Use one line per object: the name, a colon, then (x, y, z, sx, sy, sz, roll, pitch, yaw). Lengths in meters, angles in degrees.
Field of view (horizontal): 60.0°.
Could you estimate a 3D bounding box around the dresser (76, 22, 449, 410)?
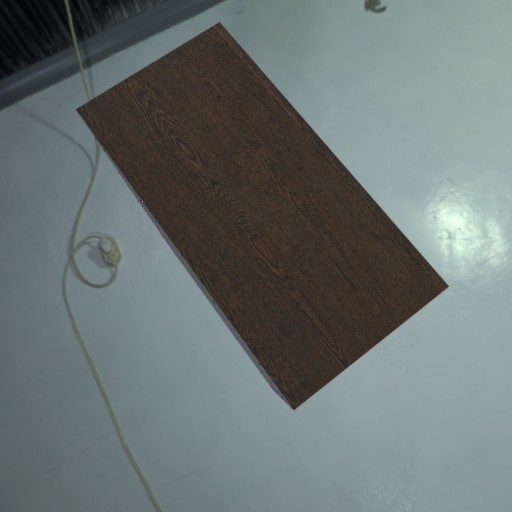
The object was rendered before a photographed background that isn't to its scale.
dresser: (0.000, 0.000, 1.779, 0.508, 1.321, 0.965, -36, 78, -9)
